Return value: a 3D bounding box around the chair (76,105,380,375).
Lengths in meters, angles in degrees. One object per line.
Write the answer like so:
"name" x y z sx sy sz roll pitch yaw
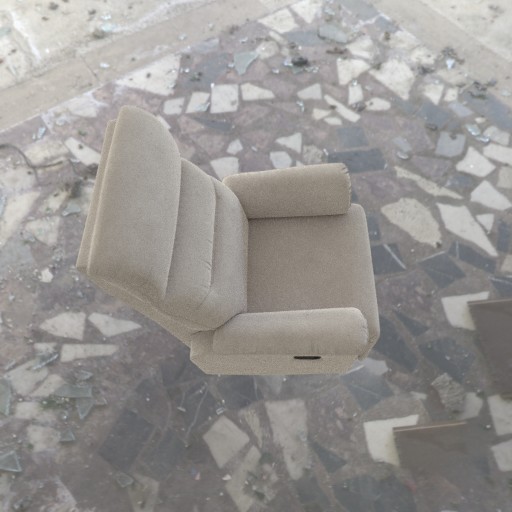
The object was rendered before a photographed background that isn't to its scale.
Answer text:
"chair" 0.000 0.000 1.747 1.001 1.039 0.820 0 62 0
